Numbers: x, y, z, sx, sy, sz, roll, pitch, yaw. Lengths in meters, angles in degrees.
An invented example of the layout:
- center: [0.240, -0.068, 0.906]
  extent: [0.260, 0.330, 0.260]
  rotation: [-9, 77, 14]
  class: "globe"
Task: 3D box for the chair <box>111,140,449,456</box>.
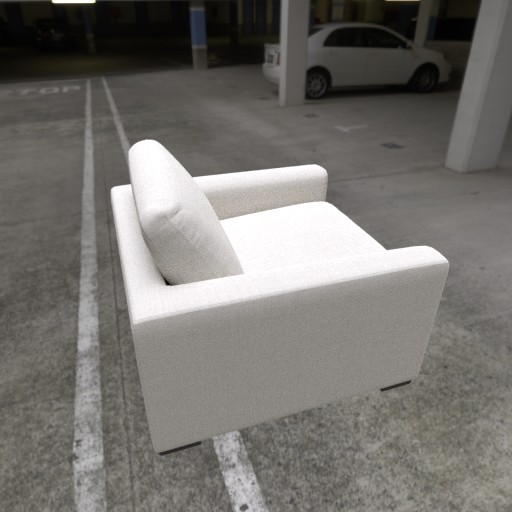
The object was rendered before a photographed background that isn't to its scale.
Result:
- center: [0.000, 0.000, 1.897]
  extent: [1.100, 0.876, 1.070]
  rotation: [-10, 32, -16]
  class: "chair"
